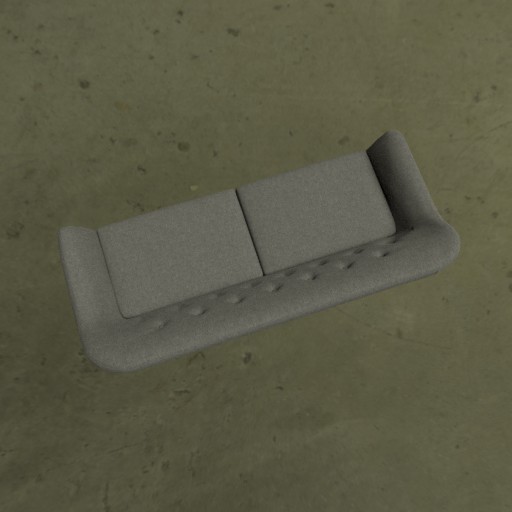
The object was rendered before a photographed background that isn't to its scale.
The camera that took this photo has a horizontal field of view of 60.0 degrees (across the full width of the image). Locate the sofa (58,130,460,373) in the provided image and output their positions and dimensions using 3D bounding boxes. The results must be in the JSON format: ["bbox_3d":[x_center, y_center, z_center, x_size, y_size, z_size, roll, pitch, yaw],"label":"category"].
[{"bbox_3d":[0.000,0.000,2.303,1.840,0.820,0.820,-17,75,-5],"label":"sofa"}]
